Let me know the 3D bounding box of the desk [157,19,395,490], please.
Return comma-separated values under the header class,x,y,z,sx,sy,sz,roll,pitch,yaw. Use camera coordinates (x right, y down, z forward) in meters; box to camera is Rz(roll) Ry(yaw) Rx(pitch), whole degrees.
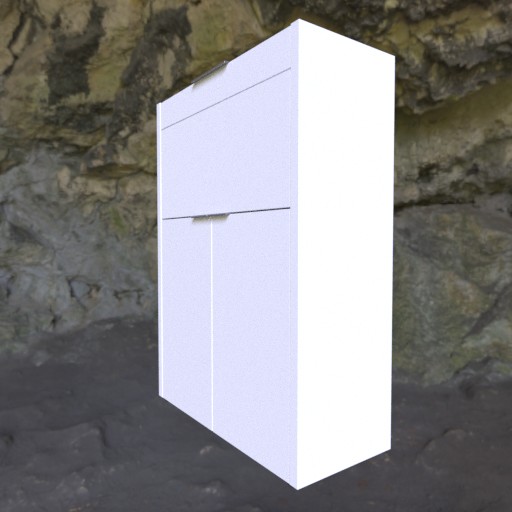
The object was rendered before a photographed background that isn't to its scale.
class,x,y,z,sx,sy,sz,roll,pitch,yaw
desk,0.000,0.000,1.551,0.390,1.190,0.850,-1,3,-36
